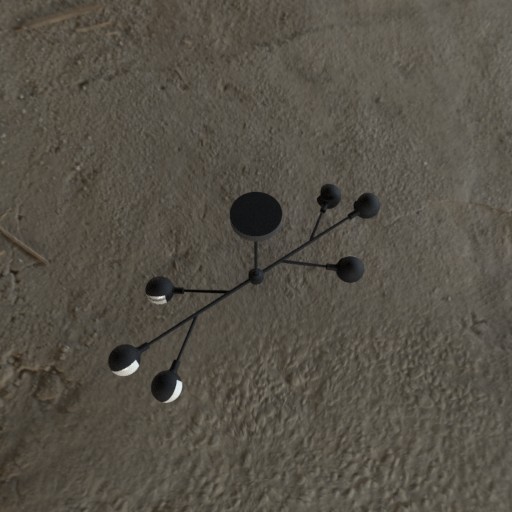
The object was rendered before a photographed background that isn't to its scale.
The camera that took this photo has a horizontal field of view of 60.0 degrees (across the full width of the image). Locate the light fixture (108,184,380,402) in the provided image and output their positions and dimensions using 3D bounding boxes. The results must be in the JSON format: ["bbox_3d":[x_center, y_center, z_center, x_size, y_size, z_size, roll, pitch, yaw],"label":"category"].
[{"bbox_3d":[0.000,0.000,1.010,0.778,0.362,0.434,-17,64,-8],"label":"light fixture"}]
